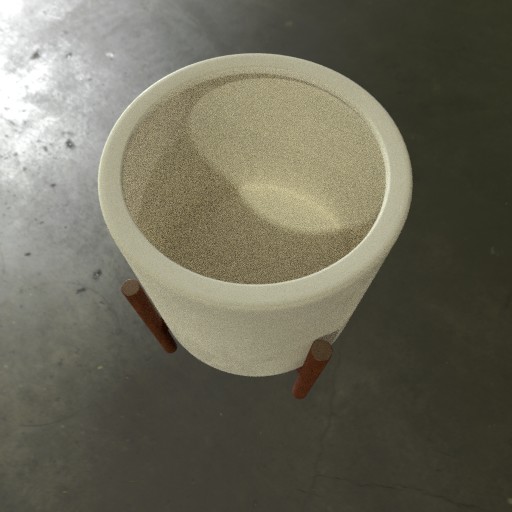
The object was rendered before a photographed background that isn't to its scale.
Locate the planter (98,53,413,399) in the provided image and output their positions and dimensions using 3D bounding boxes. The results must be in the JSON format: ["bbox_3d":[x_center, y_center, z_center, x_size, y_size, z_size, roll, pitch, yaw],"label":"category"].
[{"bbox_3d":[0.000,0.000,0.853,0.420,0.581,0.421,19,66,9],"label":"planter"}]
